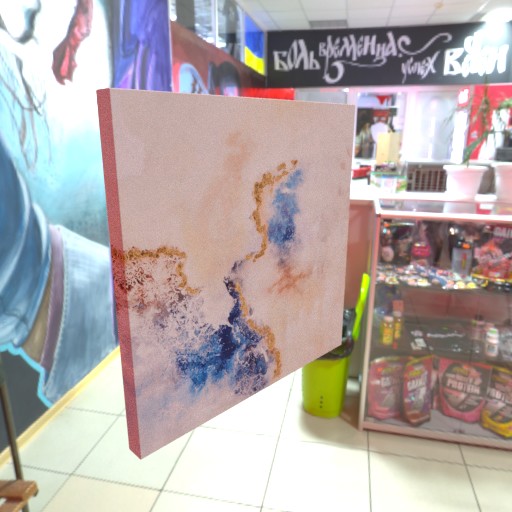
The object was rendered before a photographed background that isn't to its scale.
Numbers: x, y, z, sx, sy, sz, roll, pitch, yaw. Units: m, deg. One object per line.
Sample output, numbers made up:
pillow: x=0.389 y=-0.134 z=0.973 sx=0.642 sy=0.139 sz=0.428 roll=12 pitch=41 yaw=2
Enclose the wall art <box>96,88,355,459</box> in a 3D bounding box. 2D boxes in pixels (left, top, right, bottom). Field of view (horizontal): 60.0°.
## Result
wall art: x=0.000 y=0.000 z=1.583 sx=0.071 sy=1.061 sz=1.061 roll=15 pitch=22 yaw=43
